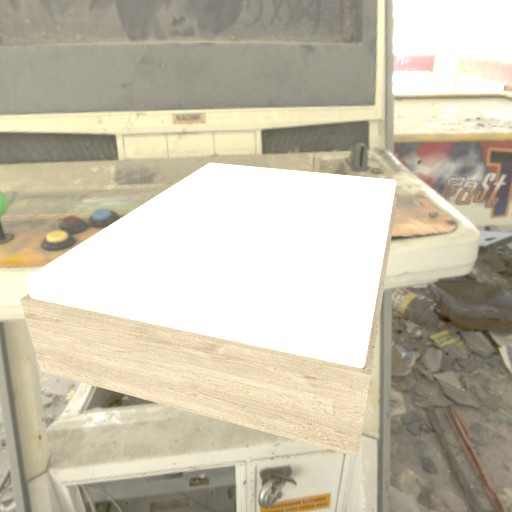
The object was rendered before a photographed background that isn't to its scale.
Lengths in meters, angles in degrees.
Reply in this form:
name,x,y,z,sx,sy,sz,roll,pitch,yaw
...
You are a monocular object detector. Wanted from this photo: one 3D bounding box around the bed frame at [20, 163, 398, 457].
name,x,y,z,sx,sy,sz,roll,pitch,yaw
bed frame,0.000,0.000,2.552,1.448,0.490,1.944,9,28,16
